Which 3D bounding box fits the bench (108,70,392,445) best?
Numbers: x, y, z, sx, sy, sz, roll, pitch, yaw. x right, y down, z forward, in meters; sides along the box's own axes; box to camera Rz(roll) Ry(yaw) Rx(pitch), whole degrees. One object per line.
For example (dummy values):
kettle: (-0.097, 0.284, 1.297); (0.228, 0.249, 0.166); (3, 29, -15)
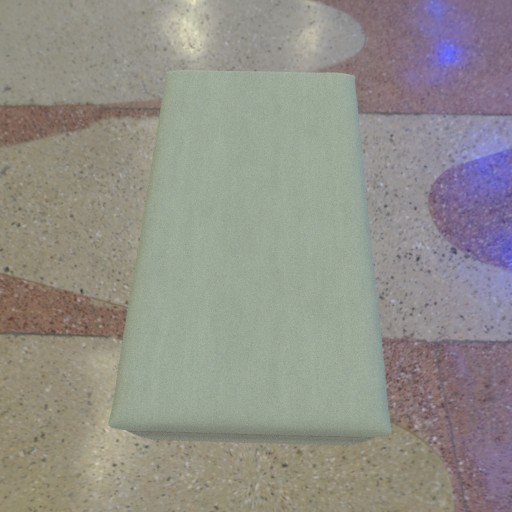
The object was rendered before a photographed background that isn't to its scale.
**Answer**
bench: (0.000, 0.000, 1.145); (0.500, 0.449, 0.887); (1, 63, 1)
